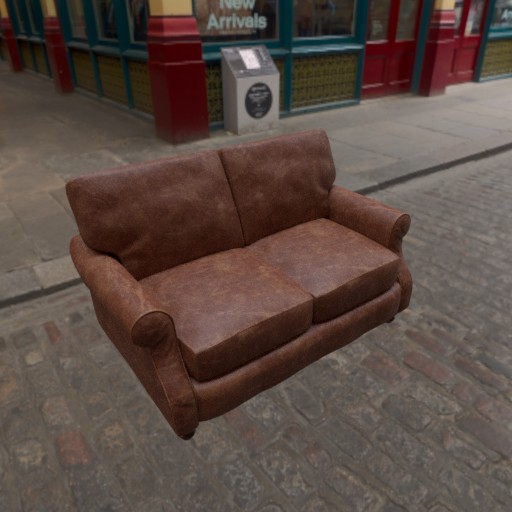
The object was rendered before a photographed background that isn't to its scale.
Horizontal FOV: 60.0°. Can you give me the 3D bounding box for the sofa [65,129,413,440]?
[{"bbox_3d":[0.000,0.000,2.250,1.616,0.967,0.990,-20,35,-32],"label":"sofa"}]
